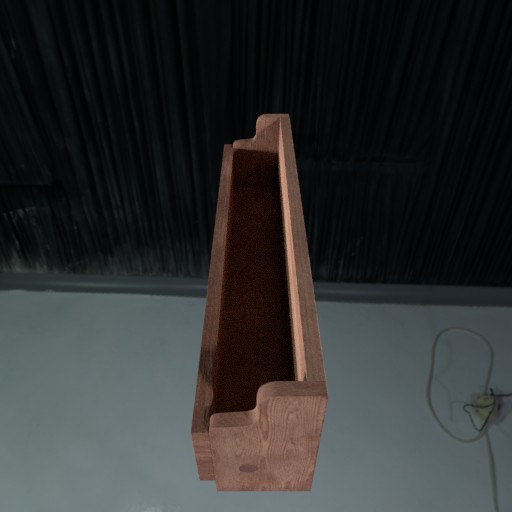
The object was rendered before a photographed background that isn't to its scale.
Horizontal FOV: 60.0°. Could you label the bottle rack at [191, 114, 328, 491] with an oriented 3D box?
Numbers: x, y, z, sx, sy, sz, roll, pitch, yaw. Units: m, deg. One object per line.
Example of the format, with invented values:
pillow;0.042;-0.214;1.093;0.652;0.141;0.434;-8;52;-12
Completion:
bottle rack;0.000;0.000;0.680;0.126;0.196;0.608;0;40;0
